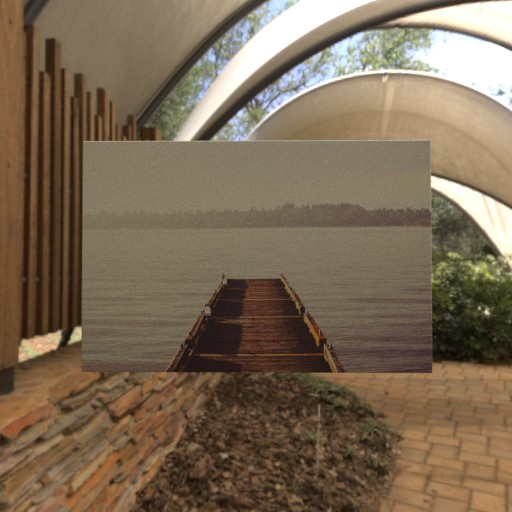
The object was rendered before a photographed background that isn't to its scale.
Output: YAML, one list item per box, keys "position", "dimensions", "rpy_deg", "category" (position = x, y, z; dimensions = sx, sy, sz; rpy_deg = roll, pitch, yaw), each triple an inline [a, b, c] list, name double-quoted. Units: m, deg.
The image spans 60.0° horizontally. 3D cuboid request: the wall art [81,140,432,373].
- position: [0.000, 0.000, 1.178]
  dimensions: [0.916, 0.609, 0.037]
  rpy_deg: [0, -1, 1]
  category: "wall art"
